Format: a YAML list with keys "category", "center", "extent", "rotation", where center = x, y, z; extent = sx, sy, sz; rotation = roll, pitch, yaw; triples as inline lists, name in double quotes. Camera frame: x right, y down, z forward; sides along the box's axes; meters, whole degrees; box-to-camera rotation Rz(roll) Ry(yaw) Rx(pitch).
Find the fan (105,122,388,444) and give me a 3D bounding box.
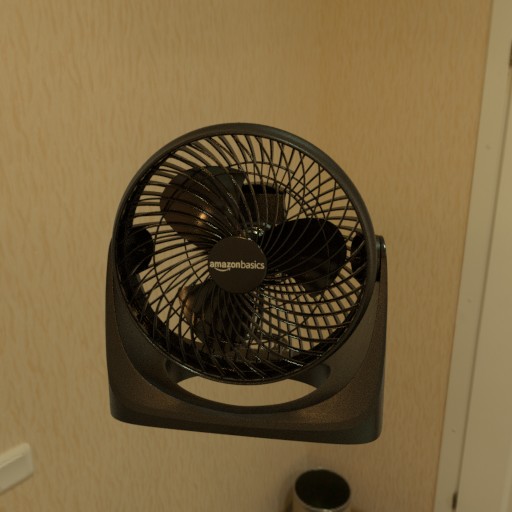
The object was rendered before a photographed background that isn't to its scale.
- category: "fan"
  center: [0.000, 0.000, 0.494]
  extent: [0.273, 0.277, 0.256]
  rotation: [2, 14, 8]
